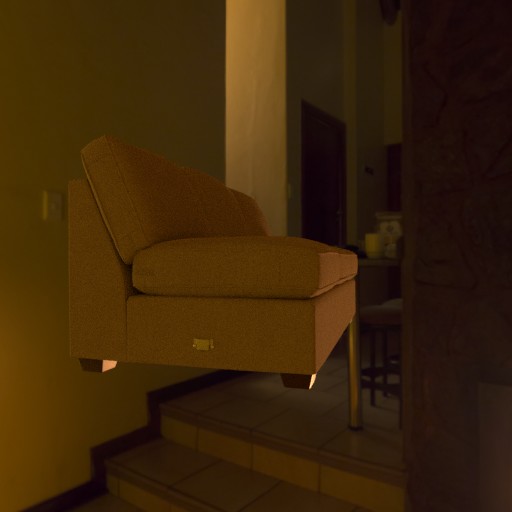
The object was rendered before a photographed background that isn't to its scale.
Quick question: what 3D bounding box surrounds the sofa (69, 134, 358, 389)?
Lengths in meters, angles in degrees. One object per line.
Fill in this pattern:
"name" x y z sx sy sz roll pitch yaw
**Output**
"sofa" 0.000 0.000 2.751 1.127 1.036 2.092 0 -1 17
